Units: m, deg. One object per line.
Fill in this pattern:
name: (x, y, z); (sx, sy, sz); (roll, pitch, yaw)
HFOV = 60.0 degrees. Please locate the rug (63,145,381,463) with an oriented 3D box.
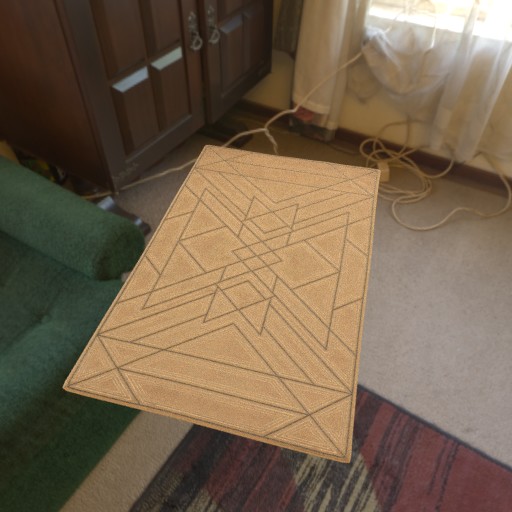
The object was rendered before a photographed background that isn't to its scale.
rug: (0.000, 0.000, 3.101); (1.575, 0.023, 2.459); (11, 48, 10)
